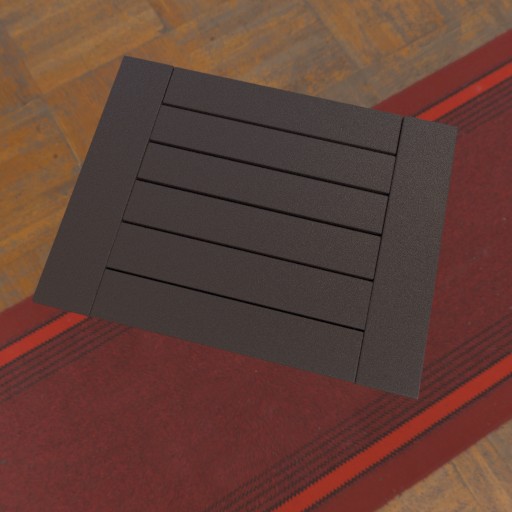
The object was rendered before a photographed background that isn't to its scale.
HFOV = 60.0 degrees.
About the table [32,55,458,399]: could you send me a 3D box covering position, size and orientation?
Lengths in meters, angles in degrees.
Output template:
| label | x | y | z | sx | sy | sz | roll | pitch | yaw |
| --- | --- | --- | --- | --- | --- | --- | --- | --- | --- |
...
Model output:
| label | x | y | z | sx | sy | sz | roll | pitch | yaw |
| --- | --- | --- | --- | --- | --- | --- | --- | --- | --- |
| table | 0.000 | 0.000 | 1.013 | 0.602 | 0.605 | 0.460 | 13 | 76 | 3 |
